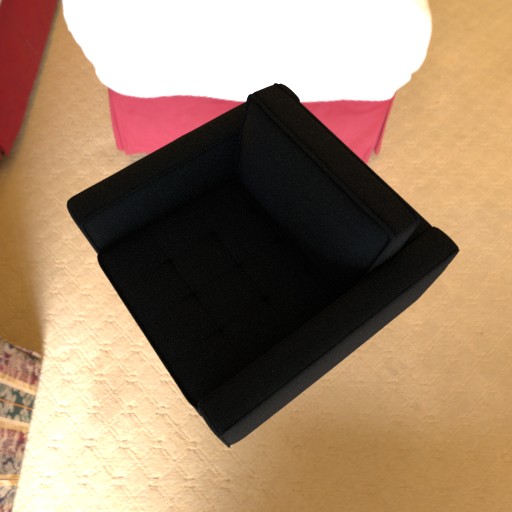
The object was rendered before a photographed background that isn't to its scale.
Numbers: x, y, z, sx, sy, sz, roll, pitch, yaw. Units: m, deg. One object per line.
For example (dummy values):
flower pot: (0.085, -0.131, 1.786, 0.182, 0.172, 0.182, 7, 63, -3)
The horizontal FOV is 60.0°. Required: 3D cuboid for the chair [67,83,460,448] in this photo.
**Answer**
chair: (0.000, 0.000, 1.558, 0.920, 0.770, 0.899, -34, 68, -15)
